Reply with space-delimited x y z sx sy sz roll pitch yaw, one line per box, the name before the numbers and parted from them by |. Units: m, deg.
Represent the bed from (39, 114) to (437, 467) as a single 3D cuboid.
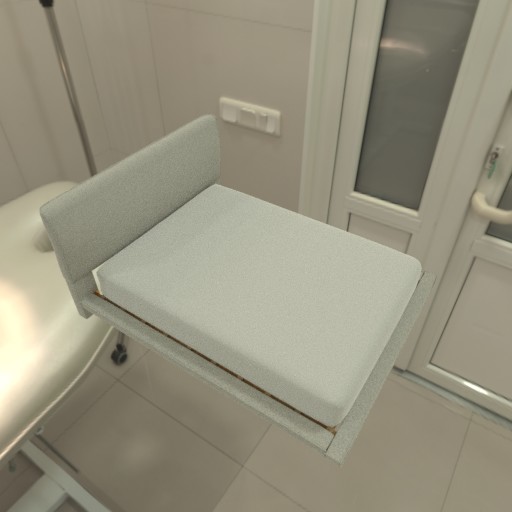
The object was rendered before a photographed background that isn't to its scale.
bed | 0.000 0.000 3.352 2.368 1.067 1.840 24 47 25
